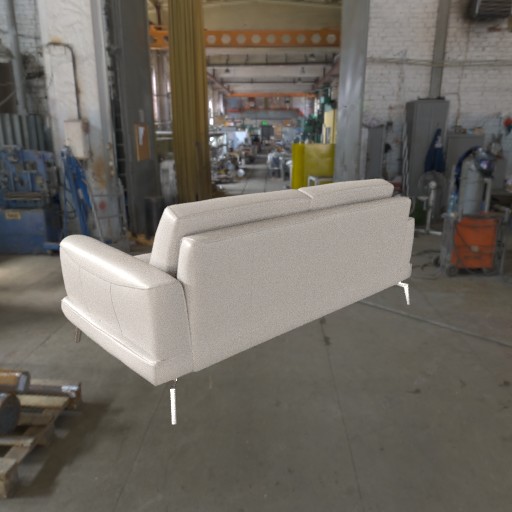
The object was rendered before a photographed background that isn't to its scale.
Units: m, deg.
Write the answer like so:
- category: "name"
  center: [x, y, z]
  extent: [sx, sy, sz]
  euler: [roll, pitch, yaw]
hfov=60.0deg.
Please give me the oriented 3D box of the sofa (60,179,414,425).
- category: "sofa"
  center: [0.000, 0.000, 2.845]
  extent: [2.177, 0.930, 1.121]
  euler: [-14, 21, -41]
